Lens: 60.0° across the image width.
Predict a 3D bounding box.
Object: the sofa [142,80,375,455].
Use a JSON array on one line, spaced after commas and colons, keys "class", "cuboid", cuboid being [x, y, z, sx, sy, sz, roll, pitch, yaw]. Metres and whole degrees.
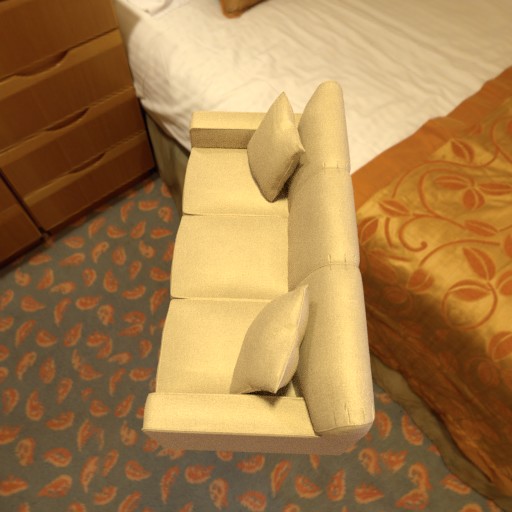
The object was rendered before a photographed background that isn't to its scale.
[{"class": "sofa", "cuboid": [0.000, 0.000, 2.549, 0.997, 0.958, 2.024, 2, 59, 1]}]
